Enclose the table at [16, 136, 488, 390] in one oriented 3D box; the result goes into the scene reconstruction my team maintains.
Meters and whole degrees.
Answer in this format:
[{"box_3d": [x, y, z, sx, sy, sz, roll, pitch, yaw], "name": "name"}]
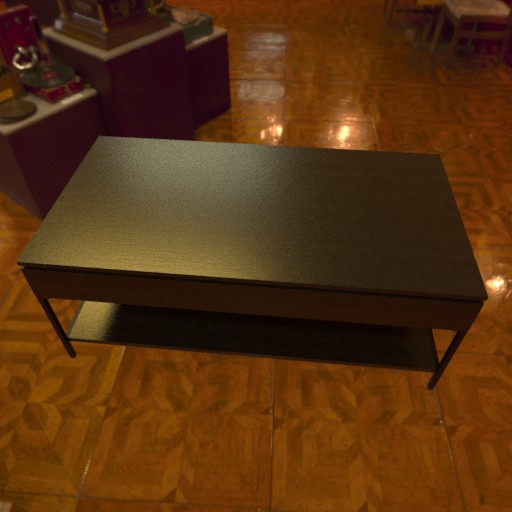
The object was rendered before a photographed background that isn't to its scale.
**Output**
[{"box_3d": [0.000, 0.000, 1.376, 1.095, 0.435, 0.574, 4, 46, 4], "name": "table"}]
